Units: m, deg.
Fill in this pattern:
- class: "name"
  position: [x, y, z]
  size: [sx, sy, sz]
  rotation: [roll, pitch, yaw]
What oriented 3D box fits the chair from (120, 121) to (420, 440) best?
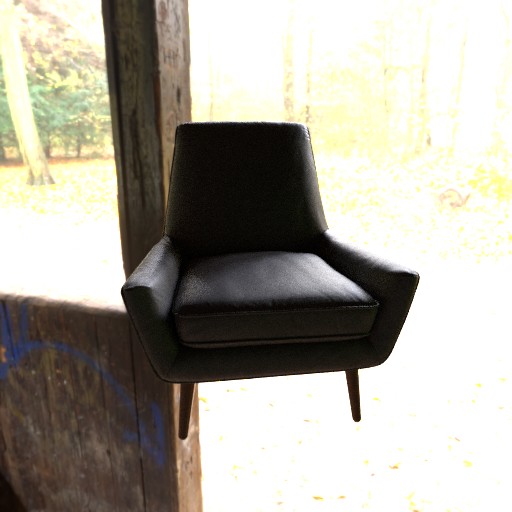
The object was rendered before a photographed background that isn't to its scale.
- class: "chair"
  position: [0.000, 0.000, 1.510]
  size: [0.787, 0.888, 0.822]
  rotation: [-2, 16, -8]
